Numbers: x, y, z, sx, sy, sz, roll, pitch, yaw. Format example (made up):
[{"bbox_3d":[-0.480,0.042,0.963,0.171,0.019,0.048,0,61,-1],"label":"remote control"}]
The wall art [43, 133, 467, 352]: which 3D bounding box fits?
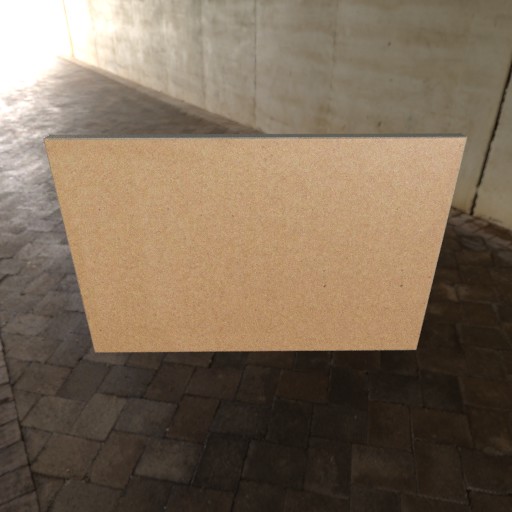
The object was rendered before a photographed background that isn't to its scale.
[{"bbox_3d":[0.000,0.000,0.754,0.615,0.410,0.021,0,30,-1],"label":"wall art"}]
